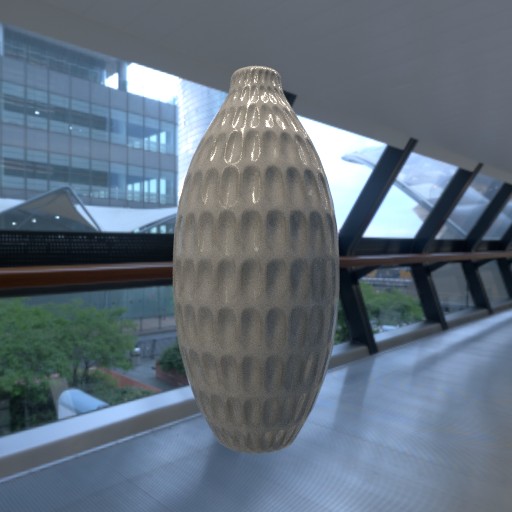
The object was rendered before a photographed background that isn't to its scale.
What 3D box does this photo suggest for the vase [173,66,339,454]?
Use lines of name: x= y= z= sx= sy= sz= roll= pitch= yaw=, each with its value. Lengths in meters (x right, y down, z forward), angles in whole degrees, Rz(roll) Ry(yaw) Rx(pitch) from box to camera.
vase: x=0.000 y=0.000 z=0.345 sx=0.127 sy=0.282 sz=0.127 roll=0 pitch=0 yaw=0
